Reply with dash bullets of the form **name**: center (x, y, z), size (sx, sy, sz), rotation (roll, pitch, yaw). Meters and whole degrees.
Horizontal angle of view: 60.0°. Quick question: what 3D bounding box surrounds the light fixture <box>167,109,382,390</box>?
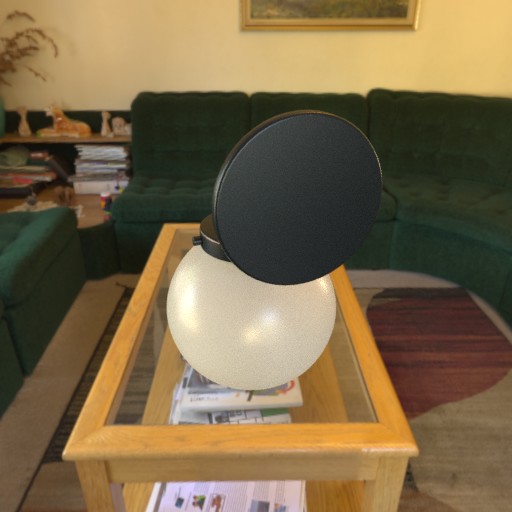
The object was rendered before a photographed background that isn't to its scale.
- **light fixture**: center (0.000, 0.000, 0.478), size (0.197, 0.332, 0.230), rotation (-8, 28, -16)
